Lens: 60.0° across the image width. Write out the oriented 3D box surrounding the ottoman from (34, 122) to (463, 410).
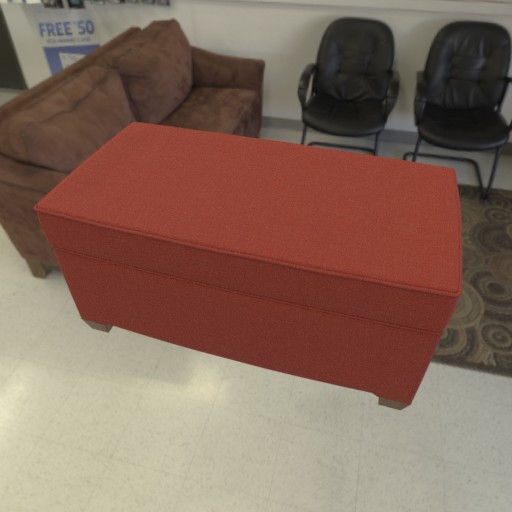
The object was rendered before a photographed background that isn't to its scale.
[{"bbox_3d":[0.000,0.000,1.216,0.948,0.454,0.497,12,43,13],"label":"ottoman"}]
